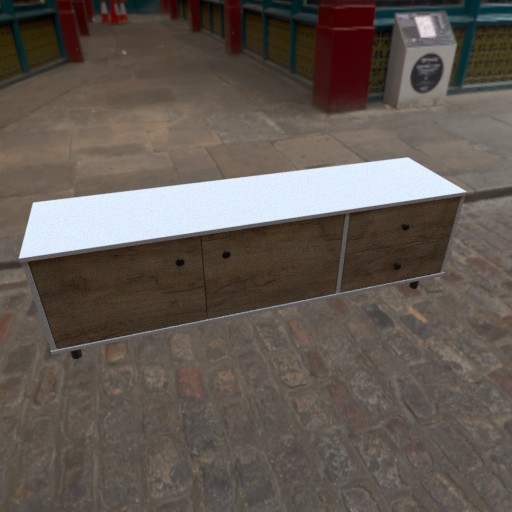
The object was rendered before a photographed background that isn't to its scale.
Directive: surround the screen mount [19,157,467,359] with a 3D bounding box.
[{"bbox_3d":[0.000,0.000,1.815,1.600,0.520,0.418,-10,34,-15],"label":"screen mount"}]
